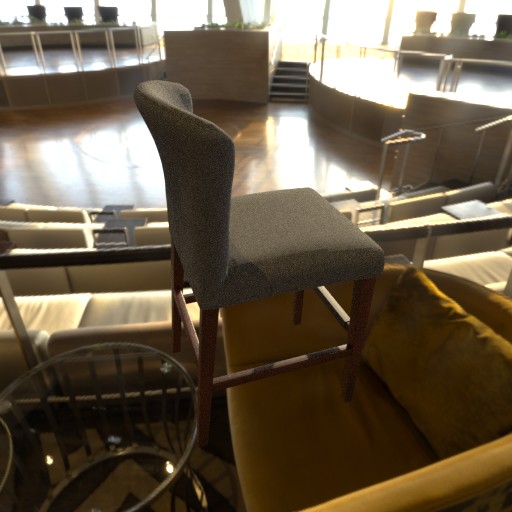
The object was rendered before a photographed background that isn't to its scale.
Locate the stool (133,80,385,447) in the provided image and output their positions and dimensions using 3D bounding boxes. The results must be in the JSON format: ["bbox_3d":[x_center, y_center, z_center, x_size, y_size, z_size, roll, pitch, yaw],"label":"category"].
[{"bbox_3d":[0.000,0.000,1.300,0.568,0.968,0.479,-10,33,-16],"label":"stool"}]
